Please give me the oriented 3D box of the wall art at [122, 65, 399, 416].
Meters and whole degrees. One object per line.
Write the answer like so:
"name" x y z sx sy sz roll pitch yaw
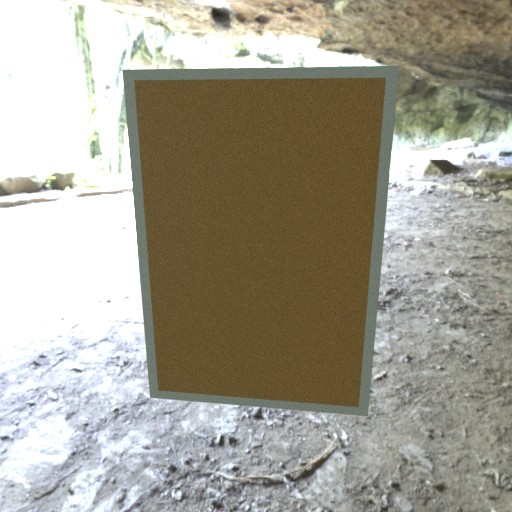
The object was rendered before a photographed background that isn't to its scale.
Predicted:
"wall art" 0.000 0.000 0.552 0.303 0.433 0.013 2 18 7
